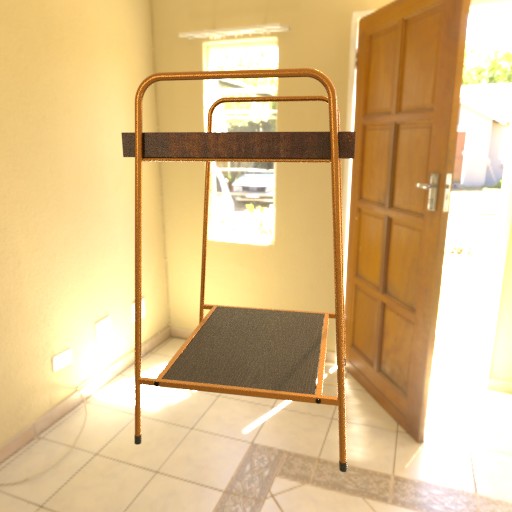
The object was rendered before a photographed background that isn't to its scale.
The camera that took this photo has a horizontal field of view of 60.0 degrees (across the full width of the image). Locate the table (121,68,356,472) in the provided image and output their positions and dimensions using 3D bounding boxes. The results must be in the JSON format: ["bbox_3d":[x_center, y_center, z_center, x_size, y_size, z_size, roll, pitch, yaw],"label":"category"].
[{"bbox_3d":[0.000,0.000,0.986,0.430,0.710,0.430,3,15,11],"label":"table"}]
